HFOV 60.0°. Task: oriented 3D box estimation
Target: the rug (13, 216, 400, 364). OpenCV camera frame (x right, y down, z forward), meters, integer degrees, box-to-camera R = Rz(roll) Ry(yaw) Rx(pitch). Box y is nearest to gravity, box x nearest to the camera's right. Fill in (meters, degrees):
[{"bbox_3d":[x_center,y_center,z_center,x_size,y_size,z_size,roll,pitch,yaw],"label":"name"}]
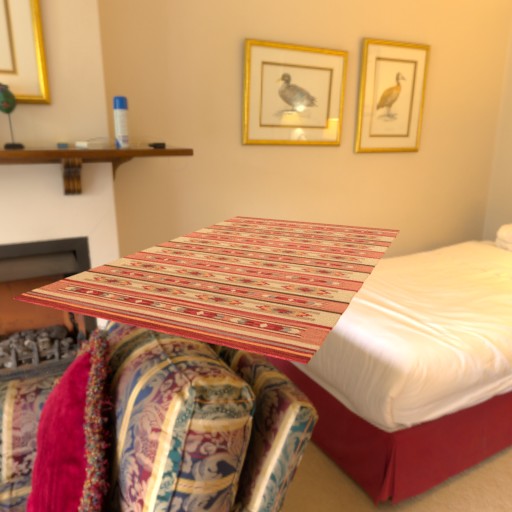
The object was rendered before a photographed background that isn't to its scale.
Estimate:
[{"bbox_3d":[0.000,0.000,2.943,1.535,0.010,2.431,7,17,24],"label":"rug"}]
